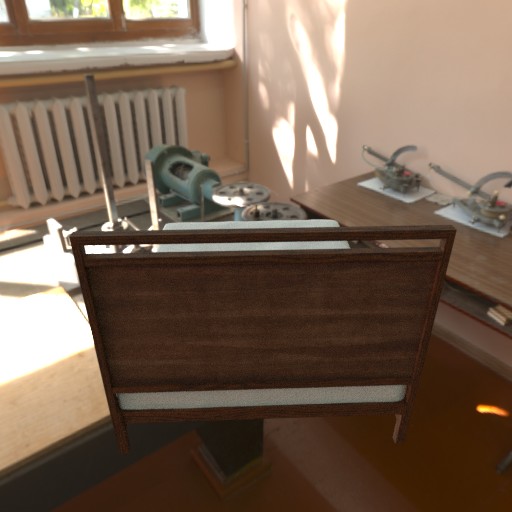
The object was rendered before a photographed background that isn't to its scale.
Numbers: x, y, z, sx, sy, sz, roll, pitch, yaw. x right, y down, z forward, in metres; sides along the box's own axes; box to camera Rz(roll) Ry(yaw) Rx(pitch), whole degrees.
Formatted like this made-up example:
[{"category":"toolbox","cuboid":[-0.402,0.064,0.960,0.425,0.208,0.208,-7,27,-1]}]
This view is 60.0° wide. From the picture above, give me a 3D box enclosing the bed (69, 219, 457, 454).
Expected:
[{"category":"bed","cuboid":[0.000,0.000,3.338,1.765,1.487,2.218,-1,29,-2]}]
